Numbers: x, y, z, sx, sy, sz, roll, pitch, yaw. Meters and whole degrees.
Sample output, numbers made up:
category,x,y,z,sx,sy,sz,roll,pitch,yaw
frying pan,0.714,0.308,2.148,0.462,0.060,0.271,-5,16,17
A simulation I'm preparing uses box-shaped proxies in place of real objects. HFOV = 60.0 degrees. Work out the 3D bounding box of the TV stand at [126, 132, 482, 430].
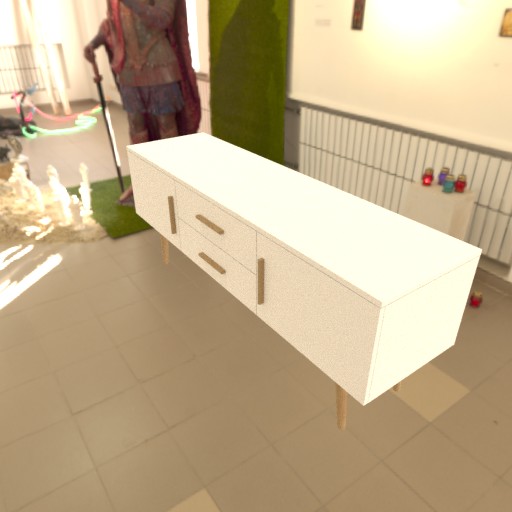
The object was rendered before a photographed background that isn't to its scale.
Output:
category,x,y,z,sx,sy,sz,roll,pitch,yaw
TV stand,0.000,0.000,1.649,0.401,0.560,1.398,-20,36,-31
